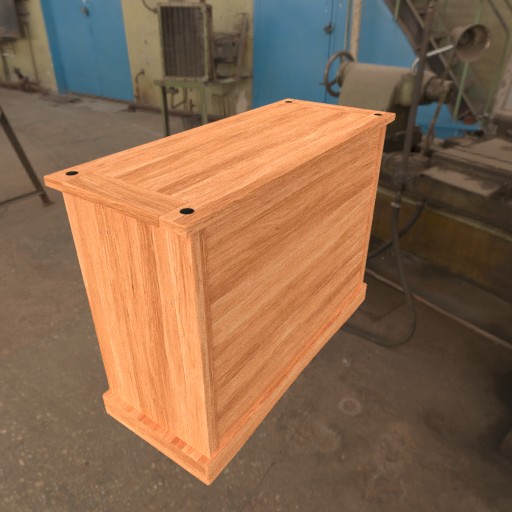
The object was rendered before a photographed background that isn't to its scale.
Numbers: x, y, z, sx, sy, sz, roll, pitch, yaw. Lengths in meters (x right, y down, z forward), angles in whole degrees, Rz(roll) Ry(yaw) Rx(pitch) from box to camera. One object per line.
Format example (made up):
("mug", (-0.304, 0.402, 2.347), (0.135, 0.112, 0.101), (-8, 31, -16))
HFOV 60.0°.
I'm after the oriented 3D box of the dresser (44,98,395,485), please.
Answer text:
("dresser", (0.000, 0.000, 1.375), (0.410, 0.740, 0.990), (20, 36, 30))
